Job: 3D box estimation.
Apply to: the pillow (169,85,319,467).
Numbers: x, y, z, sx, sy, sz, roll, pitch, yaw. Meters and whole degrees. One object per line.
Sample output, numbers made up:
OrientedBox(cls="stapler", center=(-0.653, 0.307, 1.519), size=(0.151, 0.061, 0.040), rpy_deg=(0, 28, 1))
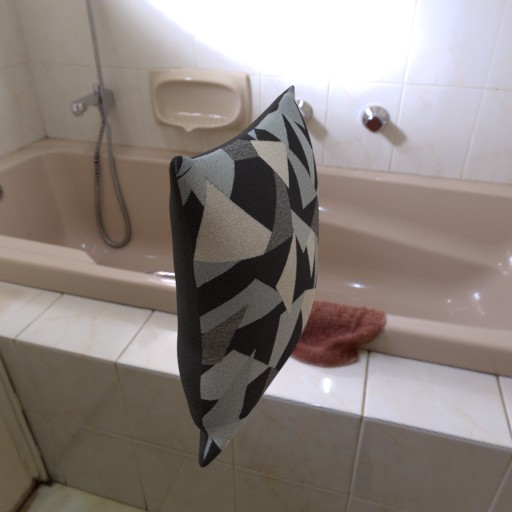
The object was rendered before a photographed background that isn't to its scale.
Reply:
OrientedBox(cls="pillow", center=(0.000, 0.000, 0.769), size=(0.208, 0.496, 0.503), rpy_deg=(10, 32, 16))
